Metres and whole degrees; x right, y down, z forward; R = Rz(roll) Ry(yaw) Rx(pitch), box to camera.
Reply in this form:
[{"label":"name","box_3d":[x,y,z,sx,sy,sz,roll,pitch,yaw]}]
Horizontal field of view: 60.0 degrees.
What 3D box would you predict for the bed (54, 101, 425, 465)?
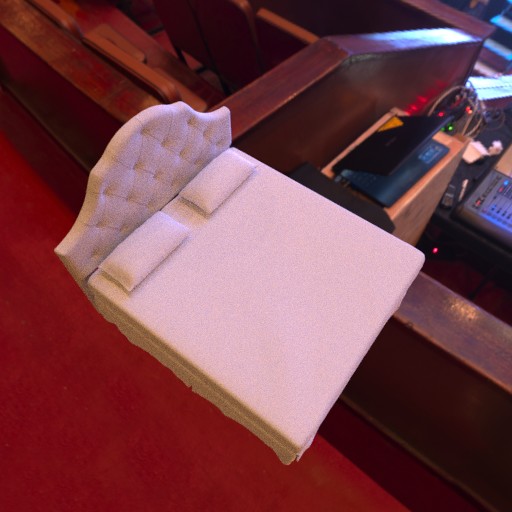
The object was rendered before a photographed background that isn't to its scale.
[{"label":"bed","box_3d":[0.000,0.000,3.497,2.214,1.615,2.008,33,64,18]}]
